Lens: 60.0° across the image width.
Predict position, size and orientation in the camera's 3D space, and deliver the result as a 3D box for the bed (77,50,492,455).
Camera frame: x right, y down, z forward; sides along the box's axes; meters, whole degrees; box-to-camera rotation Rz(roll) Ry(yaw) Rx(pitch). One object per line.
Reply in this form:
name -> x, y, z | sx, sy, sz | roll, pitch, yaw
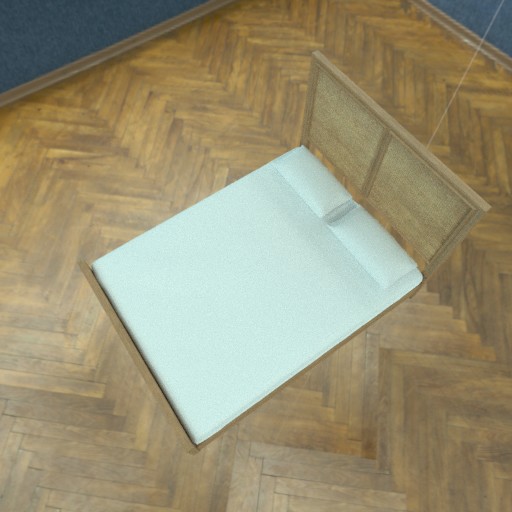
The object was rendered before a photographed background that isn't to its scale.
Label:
bed -> 0.000, 0.000, 3.180 | 2.184, 1.387, 1.606 | -32, 68, -15
